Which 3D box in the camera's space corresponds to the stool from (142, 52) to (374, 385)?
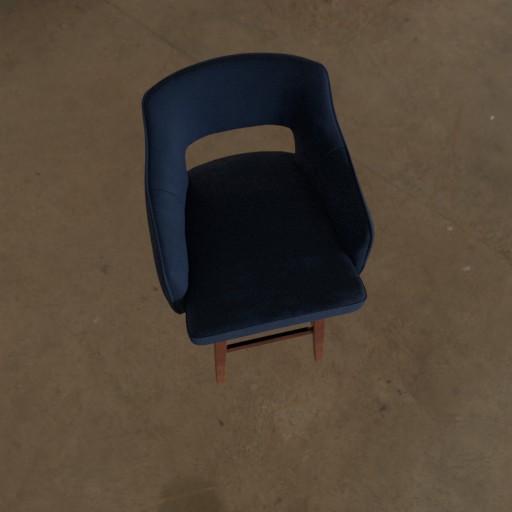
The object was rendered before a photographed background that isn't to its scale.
[{"bbox_3d":[0.000,0.000,1.375,0.550,1.041,0.560,-12,64,-6],"label":"stool"}]
